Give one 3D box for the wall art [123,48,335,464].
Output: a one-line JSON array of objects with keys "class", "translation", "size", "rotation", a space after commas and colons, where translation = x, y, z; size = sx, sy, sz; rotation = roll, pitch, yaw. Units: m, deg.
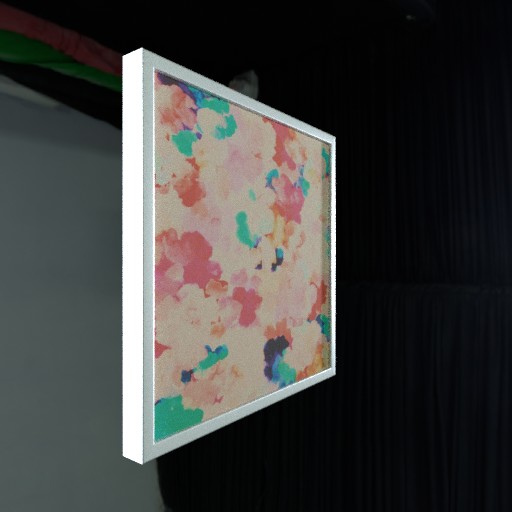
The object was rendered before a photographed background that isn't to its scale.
[{"class": "wall art", "translation": [0.000, 0.000, 0.751], "size": [0.038, 0.505, 0.506], "rotation": [0, 0, 37]}]
